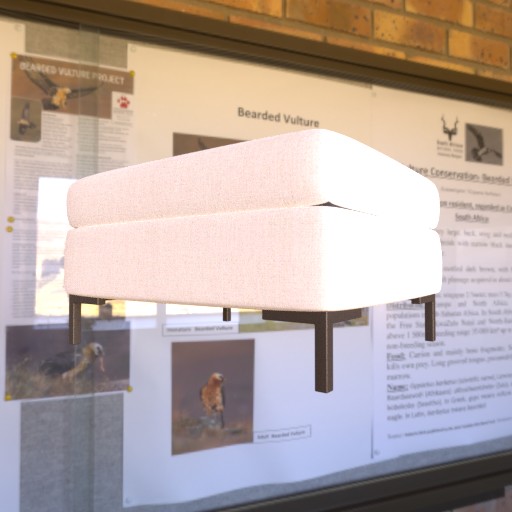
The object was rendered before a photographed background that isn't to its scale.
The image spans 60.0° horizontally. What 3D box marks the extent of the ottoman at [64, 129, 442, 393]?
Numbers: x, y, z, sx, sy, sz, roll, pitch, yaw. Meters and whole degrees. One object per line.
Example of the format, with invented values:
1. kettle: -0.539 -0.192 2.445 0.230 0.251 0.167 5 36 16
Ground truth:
1. ottoman: 0.000 0.000 1.165 0.794 0.453 0.657 -1 -2 37
